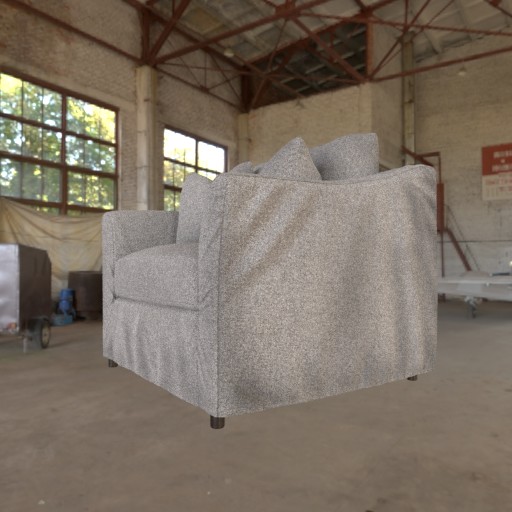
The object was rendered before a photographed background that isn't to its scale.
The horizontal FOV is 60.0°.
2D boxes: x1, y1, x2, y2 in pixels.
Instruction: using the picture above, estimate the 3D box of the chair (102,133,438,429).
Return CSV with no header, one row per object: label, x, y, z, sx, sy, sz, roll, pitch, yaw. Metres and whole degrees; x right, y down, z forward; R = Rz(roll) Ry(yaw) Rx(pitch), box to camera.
chair,0.000,0.000,2.025,1.071,1.059,1.194,1,-2,-35
